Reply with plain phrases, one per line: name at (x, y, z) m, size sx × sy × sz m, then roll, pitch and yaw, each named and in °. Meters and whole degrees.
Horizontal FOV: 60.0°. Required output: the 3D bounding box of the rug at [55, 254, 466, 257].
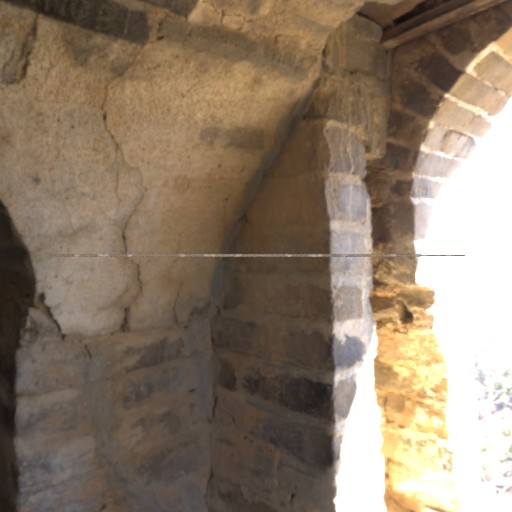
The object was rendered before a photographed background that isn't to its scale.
rug at (0.000, 0.000, 2.700) m, size 1.524 × 0.010 × 2.134 m, roll 0°, pitch 0°, yaw -1°
